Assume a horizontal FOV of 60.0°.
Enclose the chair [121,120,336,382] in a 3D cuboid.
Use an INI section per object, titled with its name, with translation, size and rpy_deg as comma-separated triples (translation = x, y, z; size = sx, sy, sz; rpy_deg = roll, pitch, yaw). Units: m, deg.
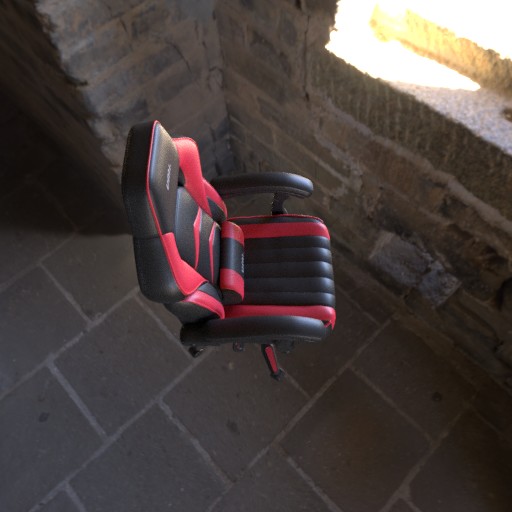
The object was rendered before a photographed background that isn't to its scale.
[chair]
translation = 0.000, 0.000, 1.679
size = 0.700, 1.220, 0.700
rpy_deg = -1, 63, 0
